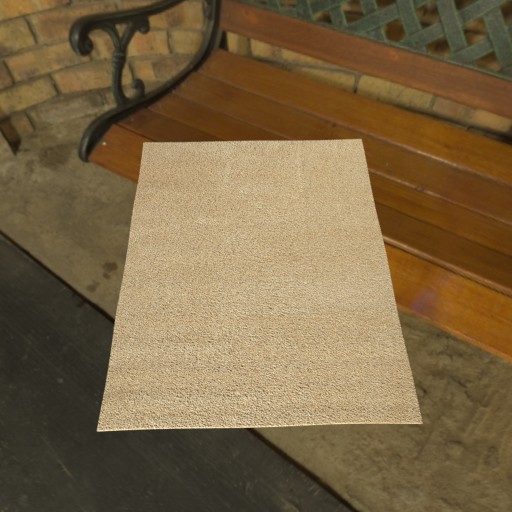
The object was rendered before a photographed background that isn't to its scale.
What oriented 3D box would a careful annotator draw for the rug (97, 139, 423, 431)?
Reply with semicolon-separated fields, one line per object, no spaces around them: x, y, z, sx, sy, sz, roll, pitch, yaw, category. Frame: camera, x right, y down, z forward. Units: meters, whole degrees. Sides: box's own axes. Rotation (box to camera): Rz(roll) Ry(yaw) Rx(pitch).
0.000;0.000;4.076;2.400;0.025;3.000;-1;57;-1;rug
